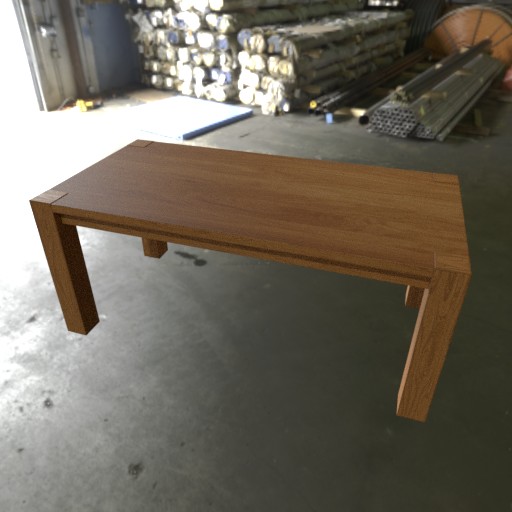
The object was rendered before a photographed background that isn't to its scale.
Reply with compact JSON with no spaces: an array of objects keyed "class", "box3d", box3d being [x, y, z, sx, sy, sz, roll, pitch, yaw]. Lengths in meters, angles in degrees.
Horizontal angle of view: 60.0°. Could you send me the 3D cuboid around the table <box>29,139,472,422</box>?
[{"class":"table","box3d":[0.000,0.000,2.263,1.800,0.760,0.900,10,34,15]}]
